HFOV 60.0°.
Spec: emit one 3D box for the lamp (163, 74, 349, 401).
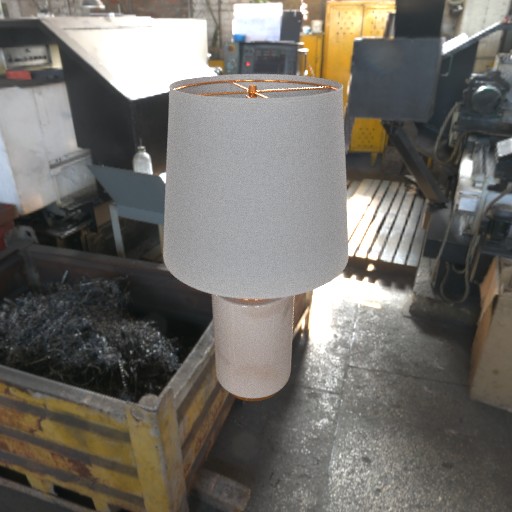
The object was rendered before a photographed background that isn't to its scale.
[{"bbox_3d":[0.000,0.000,0.465,0.189,0.340,0.189,0,29,0],"label":"lamp"}]
